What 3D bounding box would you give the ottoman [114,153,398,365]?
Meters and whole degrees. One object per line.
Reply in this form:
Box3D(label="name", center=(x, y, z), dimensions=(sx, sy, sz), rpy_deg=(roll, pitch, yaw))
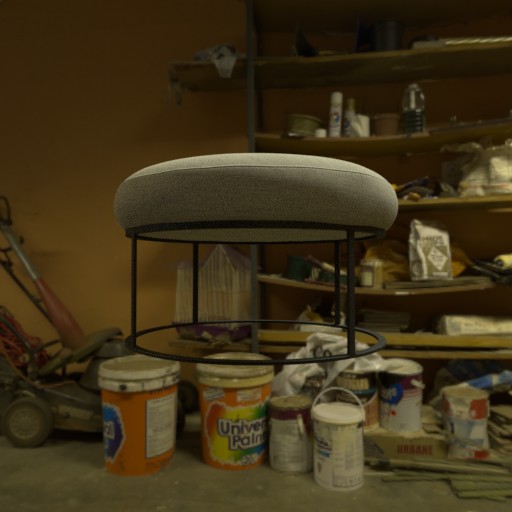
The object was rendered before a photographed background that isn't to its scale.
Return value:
Box3D(label="ottoman", center=(0.000, 0.000, 1.252), dimensions=(0.769, 0.459, 0.769), rpy_deg=(0, -1, 0))
